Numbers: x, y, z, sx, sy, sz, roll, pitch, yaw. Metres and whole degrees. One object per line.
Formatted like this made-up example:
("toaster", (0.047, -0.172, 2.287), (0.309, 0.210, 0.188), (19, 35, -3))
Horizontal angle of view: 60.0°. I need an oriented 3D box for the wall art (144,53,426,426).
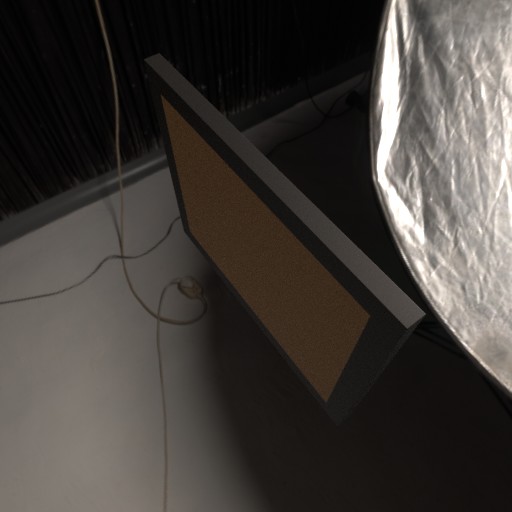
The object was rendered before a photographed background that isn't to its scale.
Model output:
("wall art", (0.000, 0.000, 0.769), (0.028, 0.460, 0.561), (-31, 63, -18))
